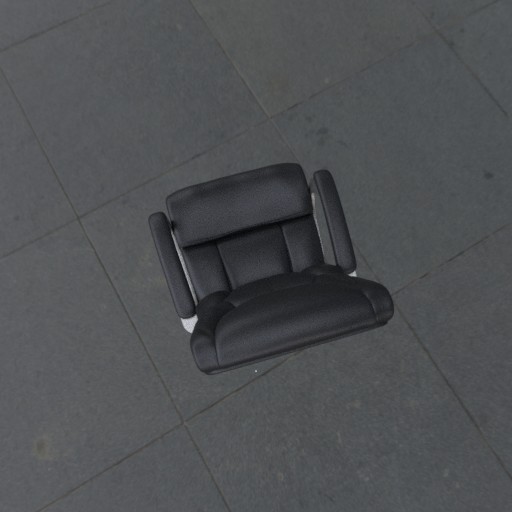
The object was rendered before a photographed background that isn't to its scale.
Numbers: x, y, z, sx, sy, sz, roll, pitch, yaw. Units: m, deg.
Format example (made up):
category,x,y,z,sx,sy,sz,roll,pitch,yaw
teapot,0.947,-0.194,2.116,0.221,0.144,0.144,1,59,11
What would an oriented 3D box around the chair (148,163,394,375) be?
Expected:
category,x,y,z,sx,sy,sz,roll,pitch,yaw
chair,0.000,0.000,1.595,0.663,1.155,0.739,-15,76,-4
